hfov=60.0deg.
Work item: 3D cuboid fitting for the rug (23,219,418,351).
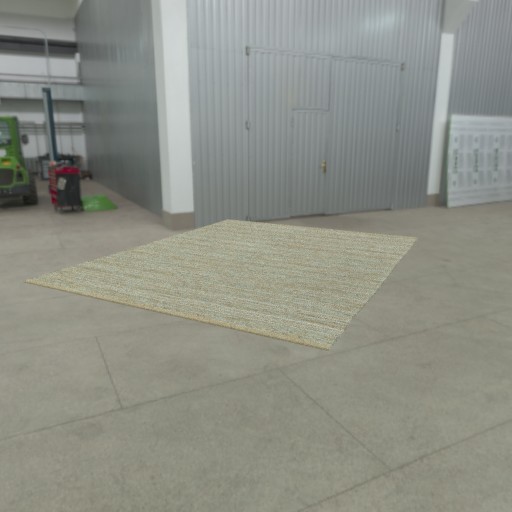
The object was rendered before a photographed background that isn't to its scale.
[{"bbox_3d":[0.000,0.000,4.153,2.471,0.012,3.034,8,17,27],"label":"rug"}]
